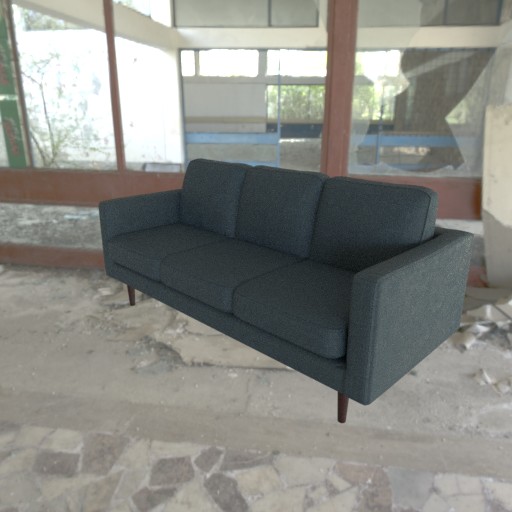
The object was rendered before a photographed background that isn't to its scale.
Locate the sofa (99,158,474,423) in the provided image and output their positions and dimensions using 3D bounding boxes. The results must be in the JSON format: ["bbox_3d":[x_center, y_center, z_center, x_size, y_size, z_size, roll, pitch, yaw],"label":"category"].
[{"bbox_3d":[0.000,0.000,2.540,2.013,0.945,0.935,17,25,42],"label":"sofa"}]
